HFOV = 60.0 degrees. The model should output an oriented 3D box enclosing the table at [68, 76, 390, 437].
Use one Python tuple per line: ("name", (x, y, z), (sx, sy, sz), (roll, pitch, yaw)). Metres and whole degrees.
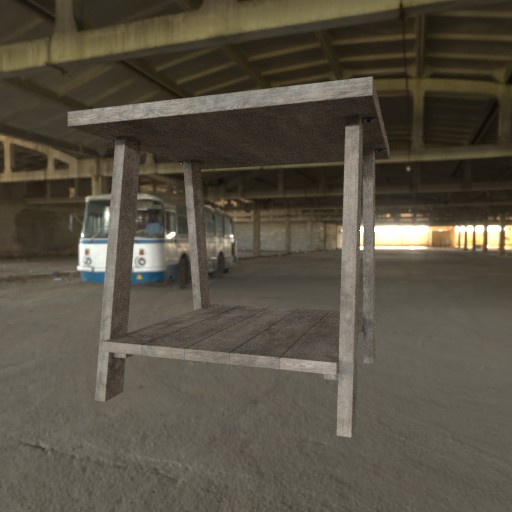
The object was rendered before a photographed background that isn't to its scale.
("table", (0.000, 0.000, 1.112), (0.610, 0.610, 0.610), (1, 2, 19))
